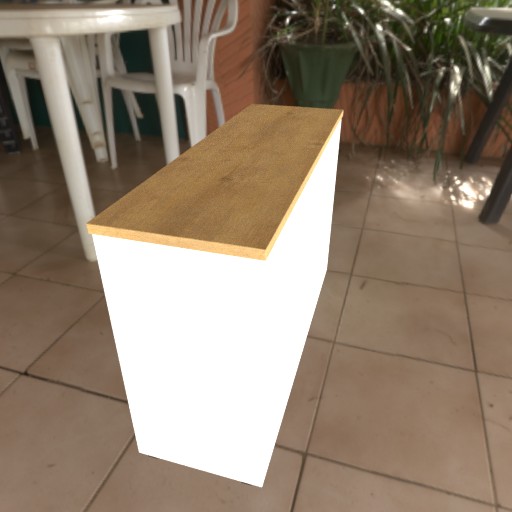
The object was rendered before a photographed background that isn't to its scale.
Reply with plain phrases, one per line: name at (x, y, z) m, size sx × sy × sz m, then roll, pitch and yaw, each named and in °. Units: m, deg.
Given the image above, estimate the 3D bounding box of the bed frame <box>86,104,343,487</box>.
bed frame at (0.000, 0.000, 1.718) m, size 0.430 × 0.850 × 1.300 m, roll 9°, pitch 32°, yaw 14°
